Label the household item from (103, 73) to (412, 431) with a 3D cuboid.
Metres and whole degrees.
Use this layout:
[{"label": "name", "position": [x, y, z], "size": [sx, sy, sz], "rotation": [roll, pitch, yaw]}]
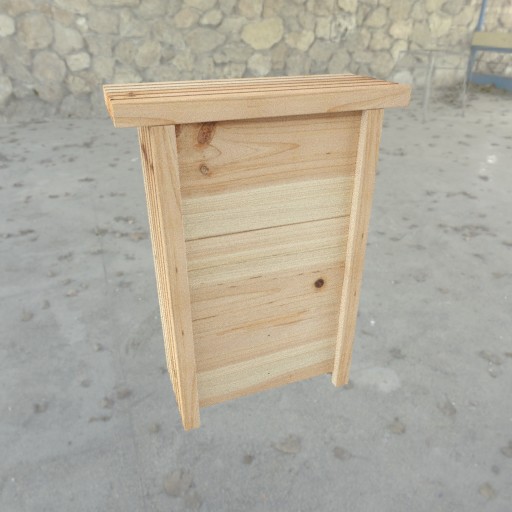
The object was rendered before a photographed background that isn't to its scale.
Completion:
[{"label": "household item", "position": [0.000, 0.000, 0.561], "size": [0.301, 0.407, 0.123], "rotation": [-10, 30, -18]}]
